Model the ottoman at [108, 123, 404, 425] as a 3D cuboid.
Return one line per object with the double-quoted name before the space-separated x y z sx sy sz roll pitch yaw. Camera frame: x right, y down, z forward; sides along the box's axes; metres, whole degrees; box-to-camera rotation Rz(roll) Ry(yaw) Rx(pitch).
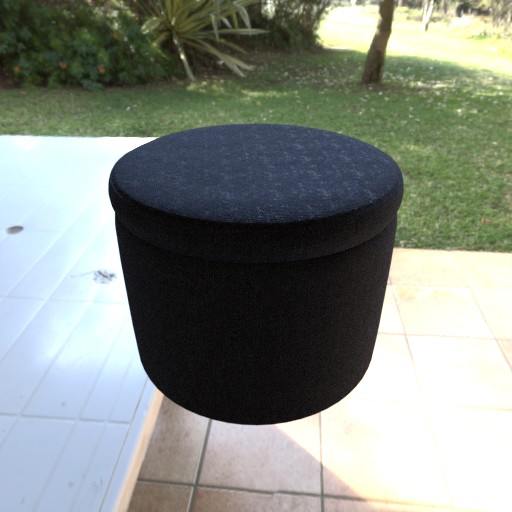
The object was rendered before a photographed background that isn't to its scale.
"ottoman" 0.000 0.000 0.897 0.520 0.430 0.520 0 31 0
